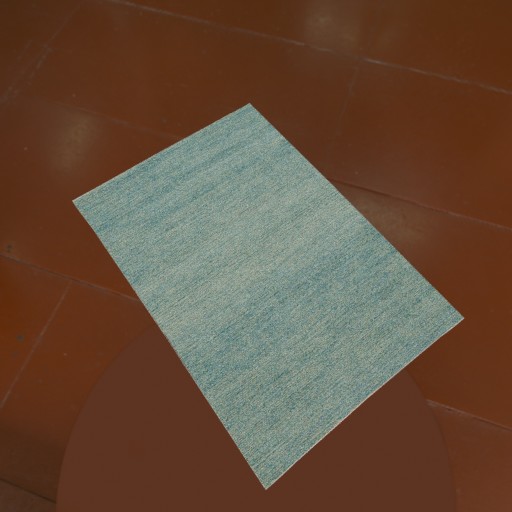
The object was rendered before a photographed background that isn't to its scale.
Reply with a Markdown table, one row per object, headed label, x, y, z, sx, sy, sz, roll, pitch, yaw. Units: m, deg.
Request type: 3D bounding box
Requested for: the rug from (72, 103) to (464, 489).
| label | x | y | z | sx | sy | sz | roll | pitch | yaw |
| --- | --- | --- | --- | --- | --- | --- | --- | --- | --- |
| rug | 0.000 | 0.000 | 2.997 | 1.593 | 0.029 | 2.305 | -34 | 68 | -15 |
